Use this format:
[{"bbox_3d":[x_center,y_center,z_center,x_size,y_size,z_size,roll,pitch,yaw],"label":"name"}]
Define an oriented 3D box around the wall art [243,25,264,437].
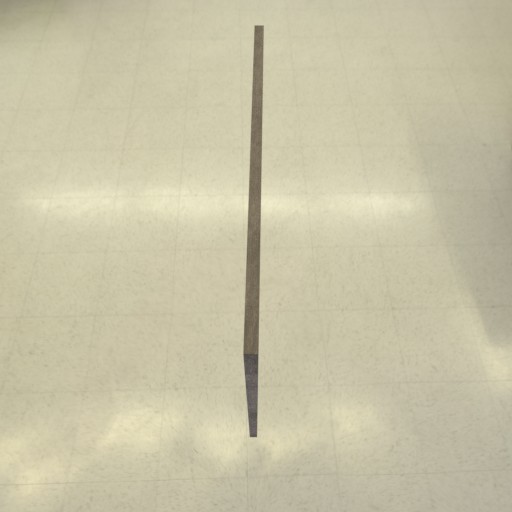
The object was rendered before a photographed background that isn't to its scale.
[{"bbox_3d":[0.000,0.000,0.683,0.013,0.457,0.457,1,60,1],"label":"wall art"}]
